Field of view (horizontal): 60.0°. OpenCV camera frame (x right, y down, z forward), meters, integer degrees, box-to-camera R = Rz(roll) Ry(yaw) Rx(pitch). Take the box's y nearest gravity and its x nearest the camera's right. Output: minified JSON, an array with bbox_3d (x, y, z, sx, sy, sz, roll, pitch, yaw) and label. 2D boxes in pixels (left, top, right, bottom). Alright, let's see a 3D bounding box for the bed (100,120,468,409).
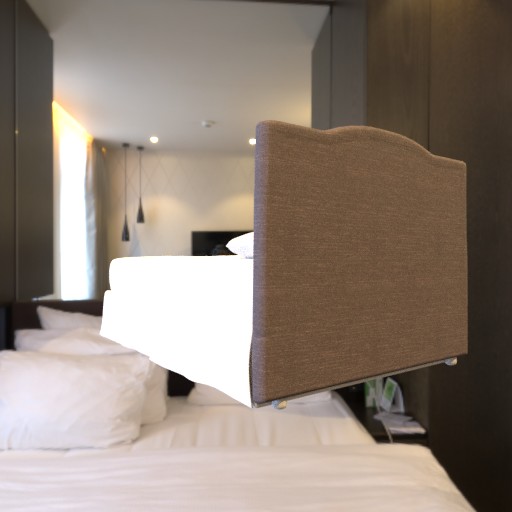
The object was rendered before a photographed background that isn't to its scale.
[{"bbox_3d":[0.000,0.000,3.499,1.741,1.441,2.507,0,0,-35],"label":"bed"}]
